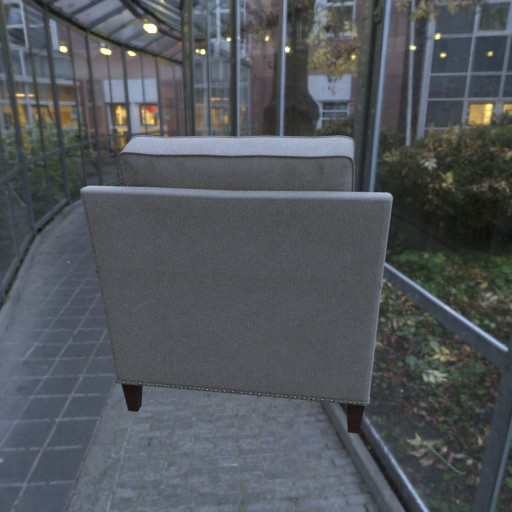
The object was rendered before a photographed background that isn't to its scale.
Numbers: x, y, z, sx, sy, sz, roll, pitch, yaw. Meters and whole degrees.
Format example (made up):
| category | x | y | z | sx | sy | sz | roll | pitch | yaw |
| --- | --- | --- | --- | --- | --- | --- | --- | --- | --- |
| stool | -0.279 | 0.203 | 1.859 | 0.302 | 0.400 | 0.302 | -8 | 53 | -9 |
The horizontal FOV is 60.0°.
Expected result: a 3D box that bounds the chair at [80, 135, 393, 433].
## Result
| category | x | y | z | sx | sy | sz | roll | pitch | yaw |
| --- | --- | --- | --- | --- | --- | --- | --- | --- | --- |
| chair | 0.000 | 0.000 | 1.737 | 0.853 | 0.943 | 1.014 | 3 | 18 | 8 |
